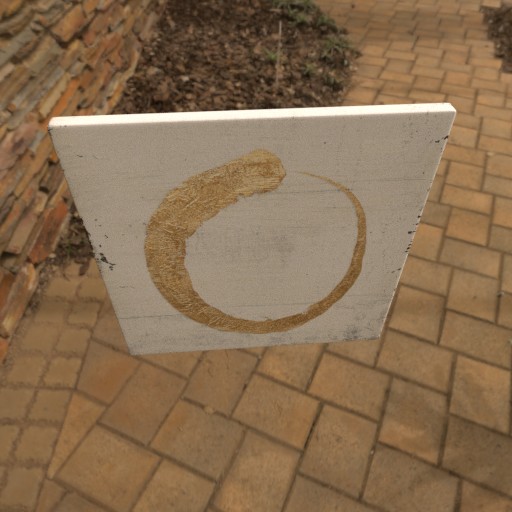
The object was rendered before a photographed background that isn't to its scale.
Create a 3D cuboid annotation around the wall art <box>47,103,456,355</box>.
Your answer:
[{"bbox_3d":[0.000,0.000,1.101,0.762,0.762,0.038,-3,45,-3],"label":"wall art"}]
